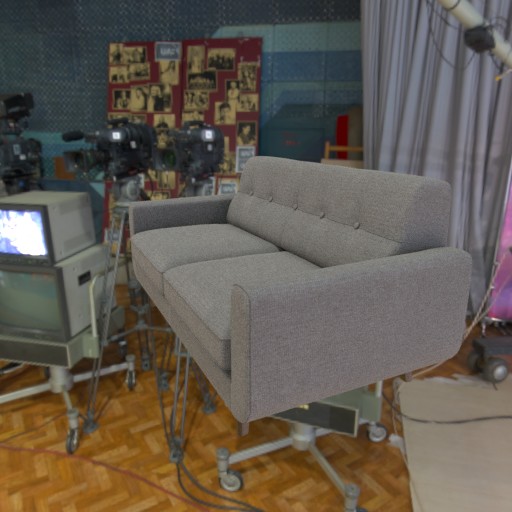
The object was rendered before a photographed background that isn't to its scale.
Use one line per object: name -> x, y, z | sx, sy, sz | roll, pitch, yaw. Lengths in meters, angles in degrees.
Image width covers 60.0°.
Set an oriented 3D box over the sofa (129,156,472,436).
sofa -> 0.000, 0.000, 2.091 | 0.909, 0.841, 1.631 | -8, 18, -25
